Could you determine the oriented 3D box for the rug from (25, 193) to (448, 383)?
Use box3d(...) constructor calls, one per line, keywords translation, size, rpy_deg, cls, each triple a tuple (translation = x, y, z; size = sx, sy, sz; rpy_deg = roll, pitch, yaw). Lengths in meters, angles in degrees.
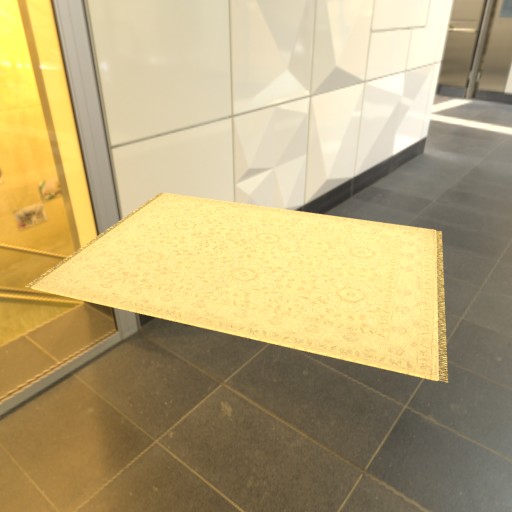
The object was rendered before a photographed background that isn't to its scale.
box3d(translation=(0.000, 0.000, 2.802), size=(2.233, 0.011, 1.514), rpy_deg=(10, 31, 17), cls="rug")
